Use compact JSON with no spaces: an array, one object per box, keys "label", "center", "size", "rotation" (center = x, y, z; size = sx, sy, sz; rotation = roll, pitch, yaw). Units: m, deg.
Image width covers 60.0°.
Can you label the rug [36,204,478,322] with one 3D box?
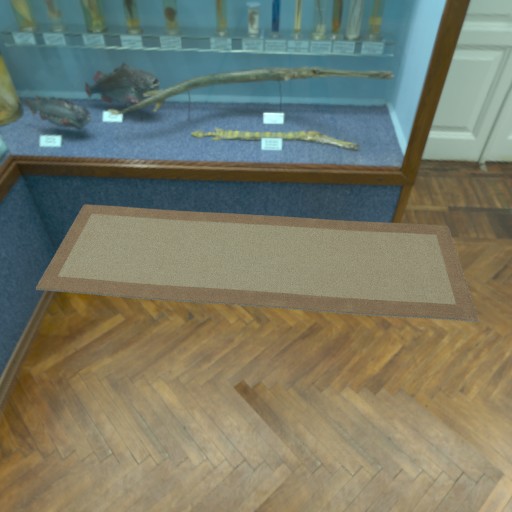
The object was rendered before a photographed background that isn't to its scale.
[{"label":"rug","center":[0.000,0.000,2.679],"size":[2.430,0.012,0.767],"rotation":[4,46,4]}]
